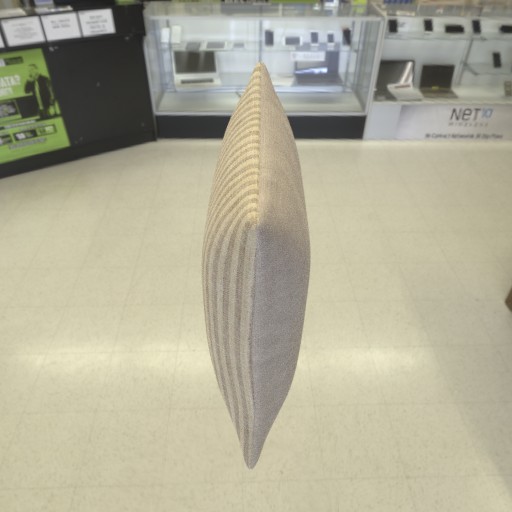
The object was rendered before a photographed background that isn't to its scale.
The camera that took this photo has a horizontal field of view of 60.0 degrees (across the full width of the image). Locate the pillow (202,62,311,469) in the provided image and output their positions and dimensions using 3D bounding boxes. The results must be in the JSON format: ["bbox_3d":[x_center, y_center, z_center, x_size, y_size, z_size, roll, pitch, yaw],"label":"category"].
[{"bbox_3d":[0.000,0.000,0.781,0.166,0.510,0.523,1,40,1],"label":"pillow"}]
